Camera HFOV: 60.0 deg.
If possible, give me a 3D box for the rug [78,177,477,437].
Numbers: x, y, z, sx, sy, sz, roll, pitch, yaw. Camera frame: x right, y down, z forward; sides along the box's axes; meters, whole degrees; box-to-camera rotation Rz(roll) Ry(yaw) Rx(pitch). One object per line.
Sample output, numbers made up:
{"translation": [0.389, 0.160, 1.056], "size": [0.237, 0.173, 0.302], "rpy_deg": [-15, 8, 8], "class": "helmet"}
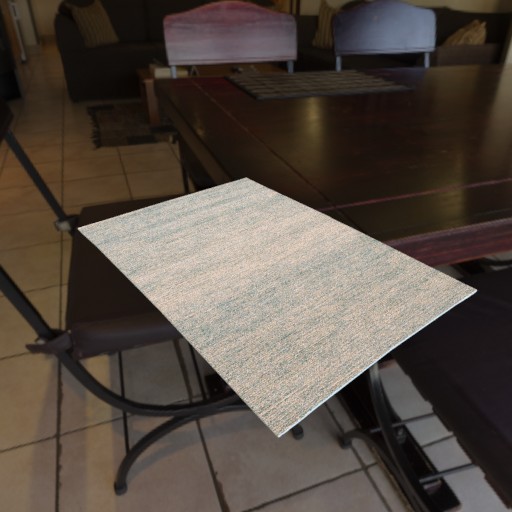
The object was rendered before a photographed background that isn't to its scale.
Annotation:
{"translation": [0.000, 0.000, 3.011], "size": [1.613, 0.030, 2.306], "rpy_deg": [-23, 39, -32], "class": "rug"}
